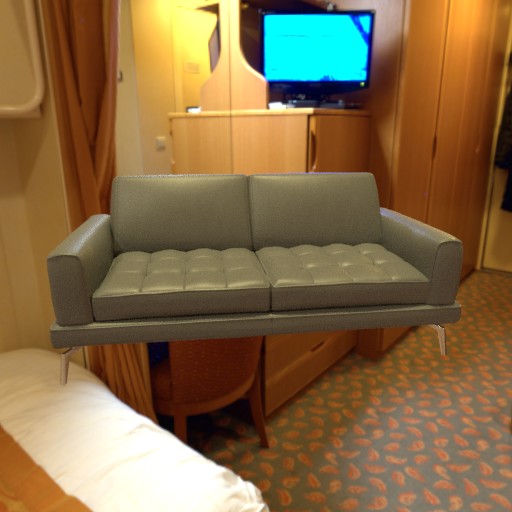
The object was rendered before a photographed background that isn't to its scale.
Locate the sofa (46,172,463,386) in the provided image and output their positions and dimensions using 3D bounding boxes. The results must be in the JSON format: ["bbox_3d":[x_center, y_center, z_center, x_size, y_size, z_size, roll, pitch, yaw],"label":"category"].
[{"bbox_3d":[0.000,0.000,2.718,2.177,0.930,1.121,-2,16,-7],"label":"sofa"}]
